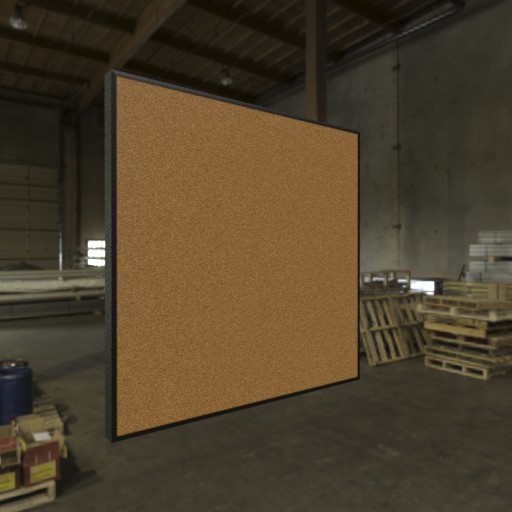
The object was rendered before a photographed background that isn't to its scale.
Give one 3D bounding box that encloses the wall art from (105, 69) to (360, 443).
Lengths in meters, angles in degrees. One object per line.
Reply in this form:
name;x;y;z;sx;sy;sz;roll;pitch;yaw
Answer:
wall art;0.000;0.000;1.154;0.769;0.766;0.042;0;0;-37
